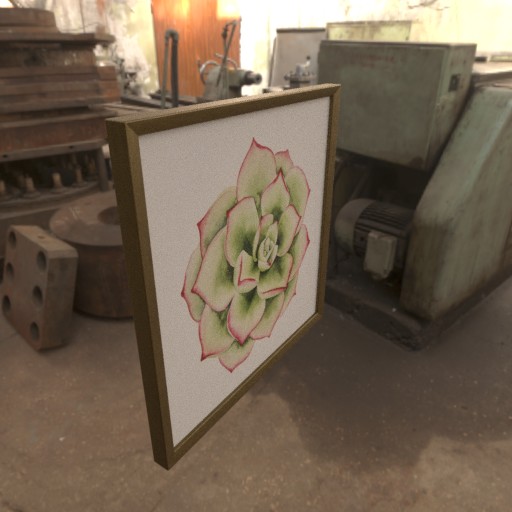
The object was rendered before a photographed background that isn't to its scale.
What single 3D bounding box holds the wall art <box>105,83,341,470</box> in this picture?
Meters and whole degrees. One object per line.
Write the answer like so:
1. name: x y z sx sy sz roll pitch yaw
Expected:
1. wall art: 0.000 0.000 0.744 0.031 0.506 0.503 17 31 31
